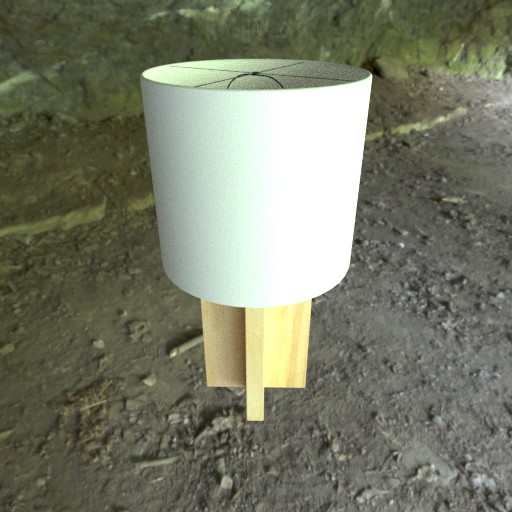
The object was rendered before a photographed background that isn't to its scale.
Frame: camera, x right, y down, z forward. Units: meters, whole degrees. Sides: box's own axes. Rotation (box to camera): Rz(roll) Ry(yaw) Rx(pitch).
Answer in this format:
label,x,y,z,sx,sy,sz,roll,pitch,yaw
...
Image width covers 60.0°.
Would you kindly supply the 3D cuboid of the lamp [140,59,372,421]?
label,x,y,z,sx,sy,sz,roll,pitch,yaw
lamp,0.000,0.000,0.551,0.229,0.428,0.229,1,30,1
